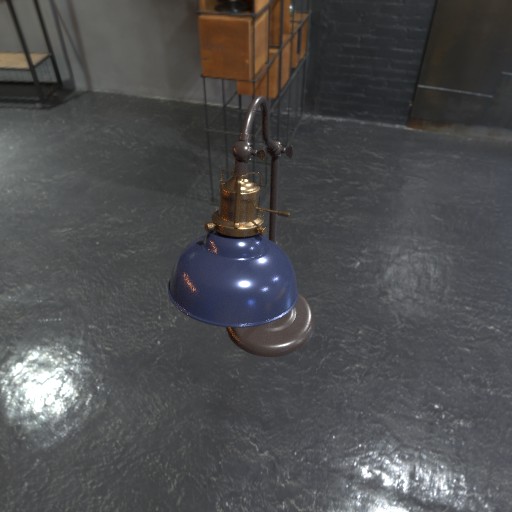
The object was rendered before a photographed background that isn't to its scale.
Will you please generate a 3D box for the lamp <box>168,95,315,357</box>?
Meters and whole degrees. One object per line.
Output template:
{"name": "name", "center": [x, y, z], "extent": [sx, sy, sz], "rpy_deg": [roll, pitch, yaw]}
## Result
{"name": "lamp", "center": [0.000, 0.000, 0.708], "extent": [0.192, 0.508, 0.374], "rpy_deg": [12, 43, 14]}
